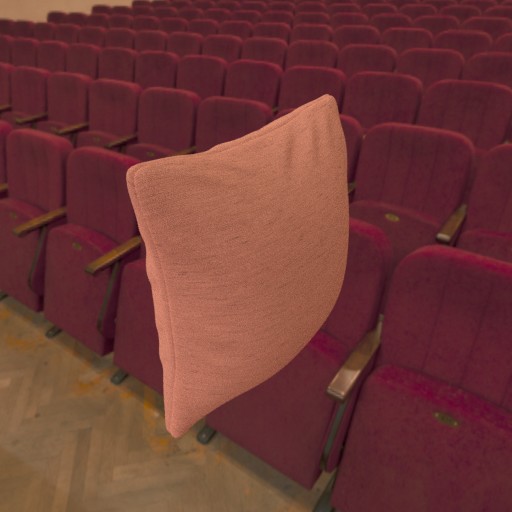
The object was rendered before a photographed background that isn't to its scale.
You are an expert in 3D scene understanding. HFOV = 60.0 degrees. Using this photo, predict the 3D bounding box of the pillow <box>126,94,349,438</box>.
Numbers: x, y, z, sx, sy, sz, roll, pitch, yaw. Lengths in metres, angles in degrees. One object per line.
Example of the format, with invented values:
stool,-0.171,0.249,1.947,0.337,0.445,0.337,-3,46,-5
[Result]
pillow,0.000,0.000,0.689,0.246,0.415,0.432,21,38,30
